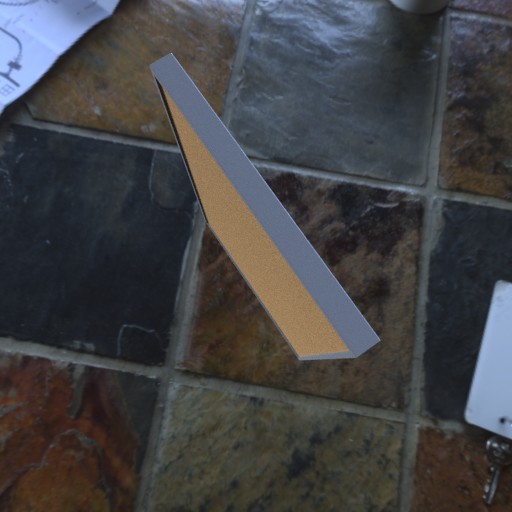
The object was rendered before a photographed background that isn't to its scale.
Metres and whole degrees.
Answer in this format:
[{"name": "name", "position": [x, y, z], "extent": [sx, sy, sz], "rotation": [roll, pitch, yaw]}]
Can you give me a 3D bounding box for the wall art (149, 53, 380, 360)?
[{"name": "wall art", "position": [0.000, 0.000, 0.977], "extent": [0.039, 0.753, 0.511], "rotation": [-33, 79, -7]}]
